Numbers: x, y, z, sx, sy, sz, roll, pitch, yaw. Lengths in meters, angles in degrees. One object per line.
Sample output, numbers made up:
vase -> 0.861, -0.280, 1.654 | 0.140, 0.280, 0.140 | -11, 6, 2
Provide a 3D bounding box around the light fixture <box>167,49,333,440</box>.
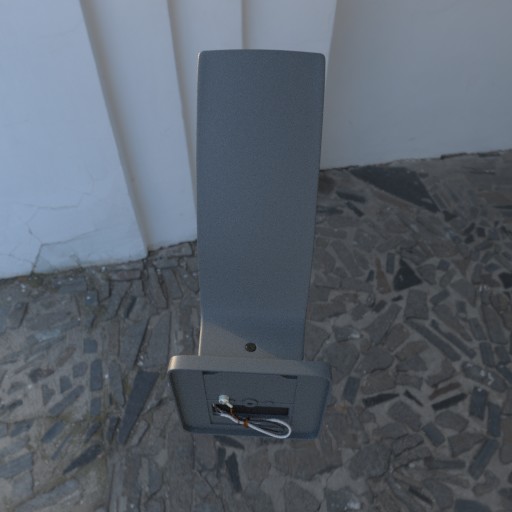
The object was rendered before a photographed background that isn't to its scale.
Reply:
light fixture -> 0.000, 0.000, 0.323 | 0.108, 0.243, 0.174 | 2, 45, 2
